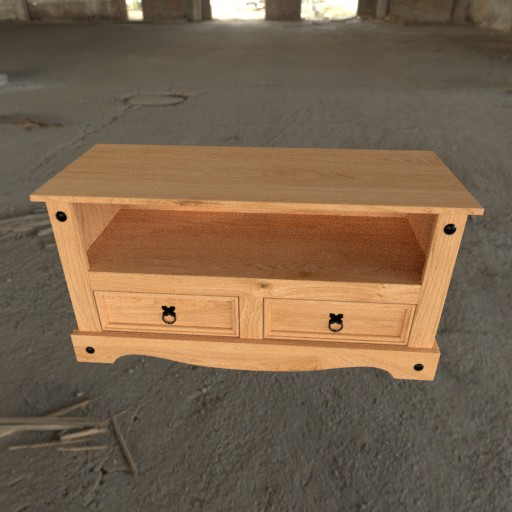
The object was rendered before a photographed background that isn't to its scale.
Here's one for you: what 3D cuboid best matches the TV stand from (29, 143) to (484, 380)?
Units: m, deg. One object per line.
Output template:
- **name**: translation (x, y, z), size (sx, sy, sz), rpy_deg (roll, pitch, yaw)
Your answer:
- **TV stand**: translation (0.000, 0.000, 1.370), size (1.080, 0.550, 0.440), rpy_deg (2, 31, 4)
